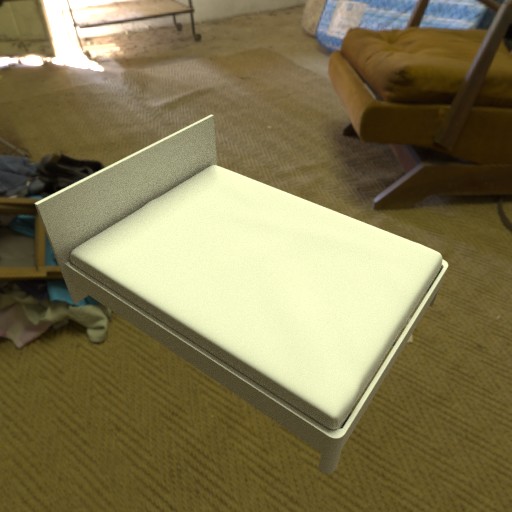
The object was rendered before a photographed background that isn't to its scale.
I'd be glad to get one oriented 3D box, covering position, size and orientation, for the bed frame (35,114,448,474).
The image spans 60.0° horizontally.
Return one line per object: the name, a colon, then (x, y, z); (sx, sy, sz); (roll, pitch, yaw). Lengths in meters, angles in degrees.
bed frame: (0.000, 0.000, 2.729); (1.950, 0.800, 1.490); (26, 47, 27)
